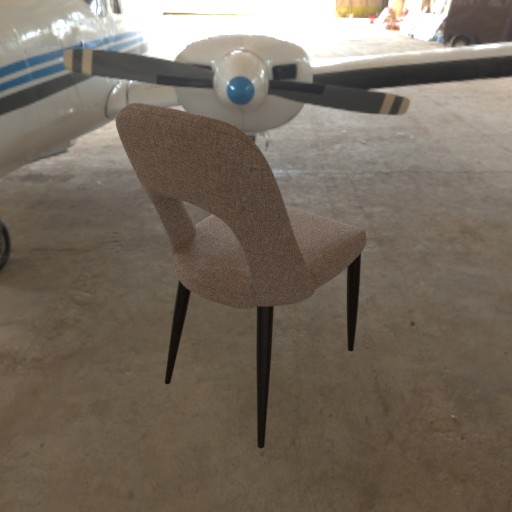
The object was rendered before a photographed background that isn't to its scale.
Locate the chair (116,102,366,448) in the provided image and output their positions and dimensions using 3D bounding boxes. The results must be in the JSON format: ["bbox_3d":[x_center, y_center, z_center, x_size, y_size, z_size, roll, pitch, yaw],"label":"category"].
[{"bbox_3d":[0.000,0.000,1.300,0.470,0.931,0.612,22,37,33],"label":"chair"}]
